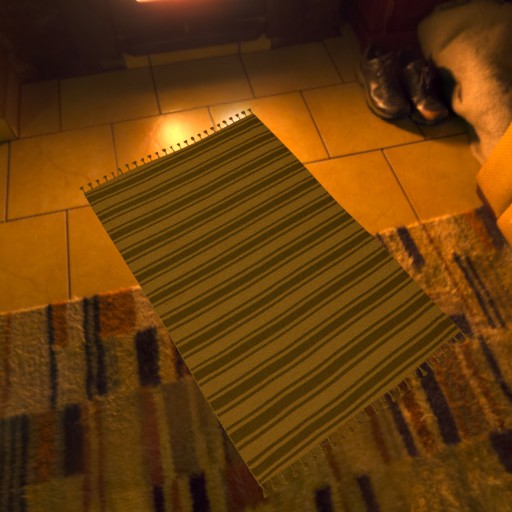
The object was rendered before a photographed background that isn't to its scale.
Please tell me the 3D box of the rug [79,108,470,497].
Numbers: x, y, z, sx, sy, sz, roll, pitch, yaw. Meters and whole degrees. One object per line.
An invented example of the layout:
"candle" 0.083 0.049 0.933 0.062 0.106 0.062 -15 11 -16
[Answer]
"rug" 0.000 0.000 2.274 1.162 0.013 1.875 -30 64 -17
